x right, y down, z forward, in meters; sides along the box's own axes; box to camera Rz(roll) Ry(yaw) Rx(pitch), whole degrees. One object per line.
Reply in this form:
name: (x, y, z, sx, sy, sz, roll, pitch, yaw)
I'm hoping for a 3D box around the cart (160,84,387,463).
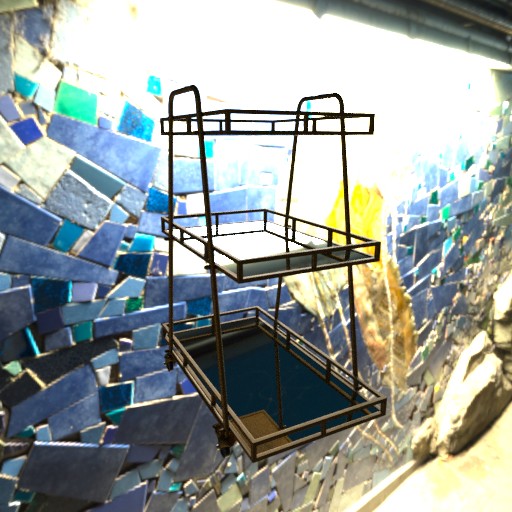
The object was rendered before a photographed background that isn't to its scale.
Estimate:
cart: (0.000, 0.000, 1.262, 0.441, 0.883, 0.711, -8, 17, -26)
